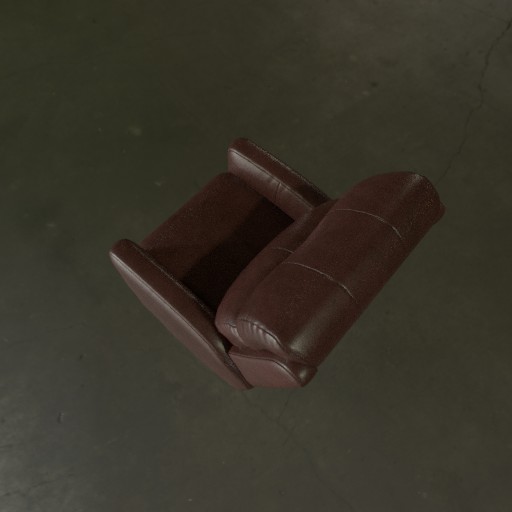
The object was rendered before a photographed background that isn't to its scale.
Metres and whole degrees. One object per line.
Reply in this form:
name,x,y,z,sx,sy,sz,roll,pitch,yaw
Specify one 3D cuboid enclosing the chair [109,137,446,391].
chair,0.000,0.000,1.725,0.939,1.016,0.787,38,69,17
